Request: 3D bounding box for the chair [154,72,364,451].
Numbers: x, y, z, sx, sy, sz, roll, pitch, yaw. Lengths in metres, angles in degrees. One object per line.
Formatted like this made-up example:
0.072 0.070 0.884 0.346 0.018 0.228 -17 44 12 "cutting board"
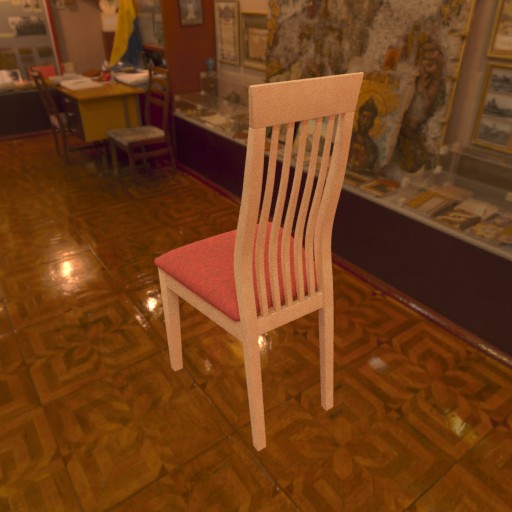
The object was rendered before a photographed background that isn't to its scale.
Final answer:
0.000 0.000 1.293 0.460 1.027 0.474 -19 36 -28 "chair"
